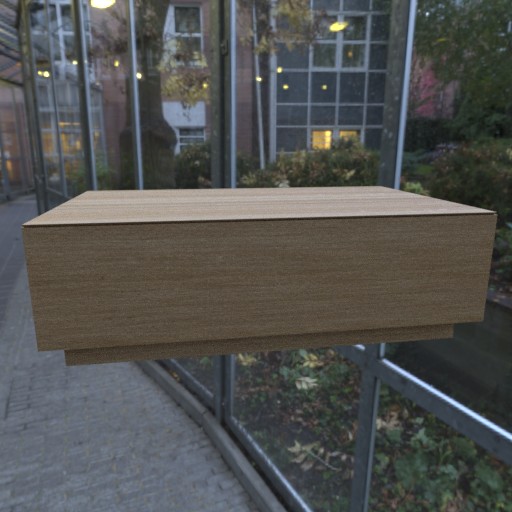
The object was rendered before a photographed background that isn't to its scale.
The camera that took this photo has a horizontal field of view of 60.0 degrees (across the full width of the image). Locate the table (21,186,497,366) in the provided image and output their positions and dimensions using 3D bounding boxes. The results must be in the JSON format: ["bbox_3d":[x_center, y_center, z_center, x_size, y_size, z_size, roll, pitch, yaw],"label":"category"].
[{"bbox_3d":[0.000,0.000,1.386,1.110,0.353,0.678,-2,15,-9],"label":"table"}]
